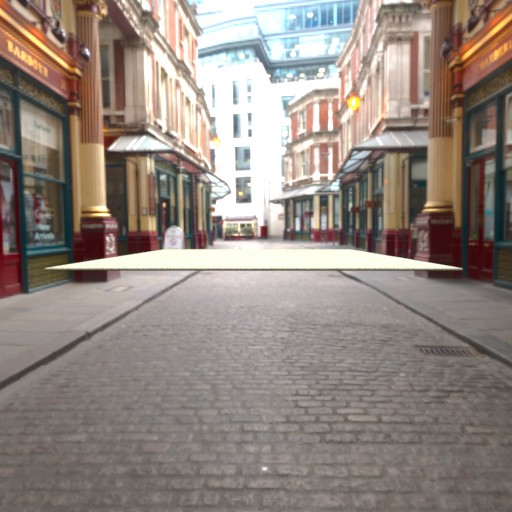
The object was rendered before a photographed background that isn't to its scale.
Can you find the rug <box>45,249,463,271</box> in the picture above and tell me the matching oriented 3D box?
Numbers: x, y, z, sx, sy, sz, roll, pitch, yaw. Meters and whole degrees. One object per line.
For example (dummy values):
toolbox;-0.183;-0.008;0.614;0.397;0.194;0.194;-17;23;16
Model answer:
rug;0.000;0.000;4.177;2.452;0.016;3.204;0;3;1
